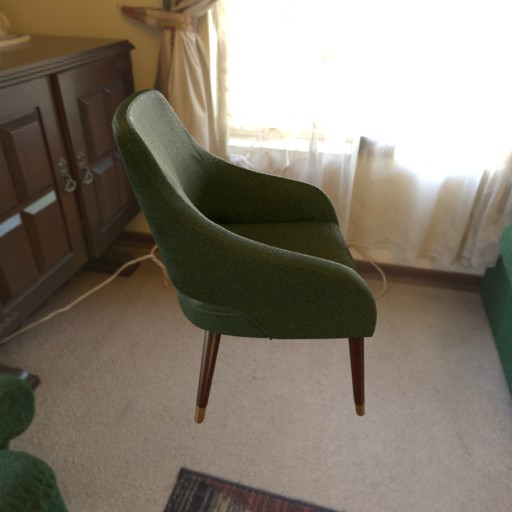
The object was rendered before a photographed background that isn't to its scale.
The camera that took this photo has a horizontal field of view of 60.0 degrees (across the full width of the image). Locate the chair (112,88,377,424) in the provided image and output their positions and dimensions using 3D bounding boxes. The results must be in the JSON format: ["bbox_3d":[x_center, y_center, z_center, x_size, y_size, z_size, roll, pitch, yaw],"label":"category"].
[{"bbox_3d":[0.000,0.000,1.585,0.794,1.081,0.683,-1,32,-2],"label":"chair"}]
